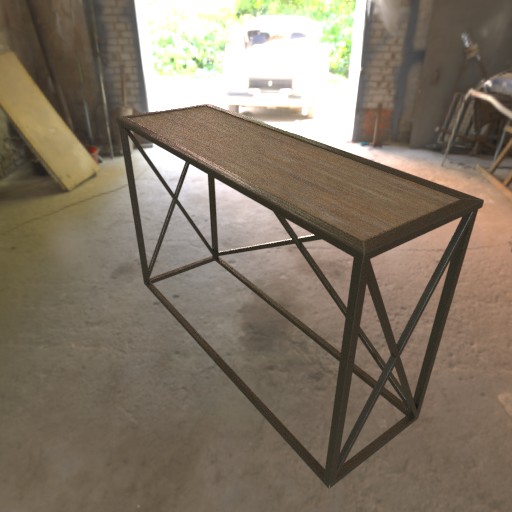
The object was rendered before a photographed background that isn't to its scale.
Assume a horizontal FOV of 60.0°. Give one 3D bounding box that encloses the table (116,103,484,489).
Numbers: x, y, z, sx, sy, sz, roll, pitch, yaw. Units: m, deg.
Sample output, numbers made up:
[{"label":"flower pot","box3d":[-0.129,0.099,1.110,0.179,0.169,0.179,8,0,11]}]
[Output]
[{"label":"table","box3d":[0.000,0.000,1.523,0.402,0.753,1.216,-21,37,-30]}]
